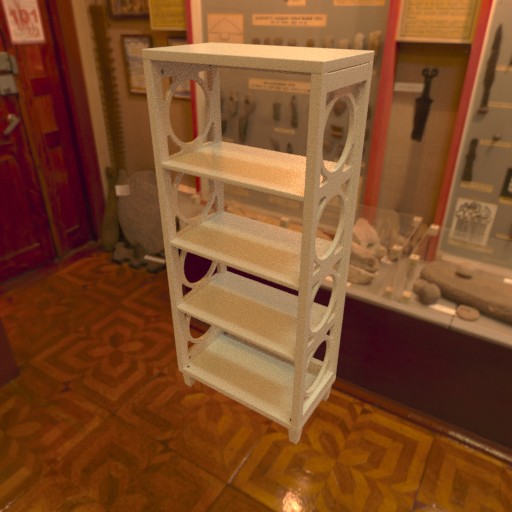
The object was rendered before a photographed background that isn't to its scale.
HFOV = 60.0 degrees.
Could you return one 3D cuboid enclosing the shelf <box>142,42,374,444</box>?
[{"bbox_3d":[0.000,0.000,1.668,0.611,1.411,0.340,18,34,29],"label":"shelf"}]
